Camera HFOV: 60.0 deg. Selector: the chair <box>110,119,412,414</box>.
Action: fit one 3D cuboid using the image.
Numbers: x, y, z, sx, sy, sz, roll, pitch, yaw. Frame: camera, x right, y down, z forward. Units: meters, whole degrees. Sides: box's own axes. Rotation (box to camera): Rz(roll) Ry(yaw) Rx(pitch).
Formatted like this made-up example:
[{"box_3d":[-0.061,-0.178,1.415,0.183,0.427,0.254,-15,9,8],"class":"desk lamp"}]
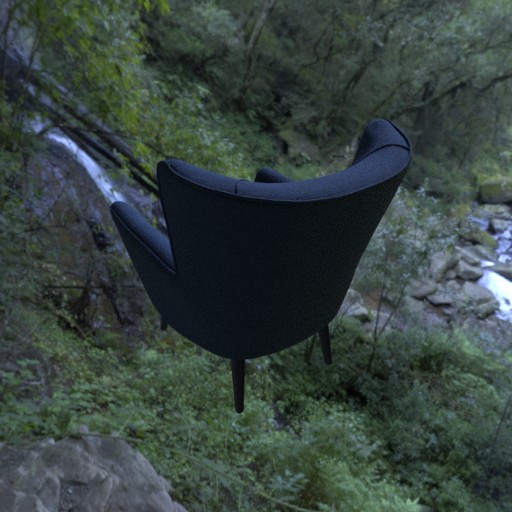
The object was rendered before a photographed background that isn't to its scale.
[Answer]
[{"box_3d":[0.000,0.000,1.583,0.781,0.933,0.888,-19,35,-29],"class":"chair"}]
